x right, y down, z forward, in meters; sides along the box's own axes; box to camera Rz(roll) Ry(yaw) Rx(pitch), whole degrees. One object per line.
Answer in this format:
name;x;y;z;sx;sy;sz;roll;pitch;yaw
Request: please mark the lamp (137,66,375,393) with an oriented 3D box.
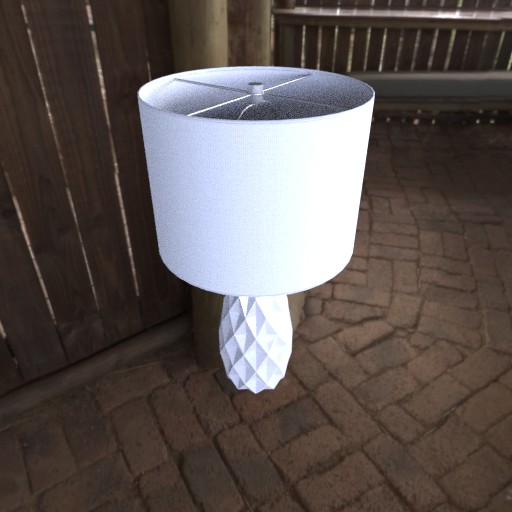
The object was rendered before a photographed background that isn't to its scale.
lamp;0.000;0.000;0.707;0.297;0.522;0.297;0;33;0
